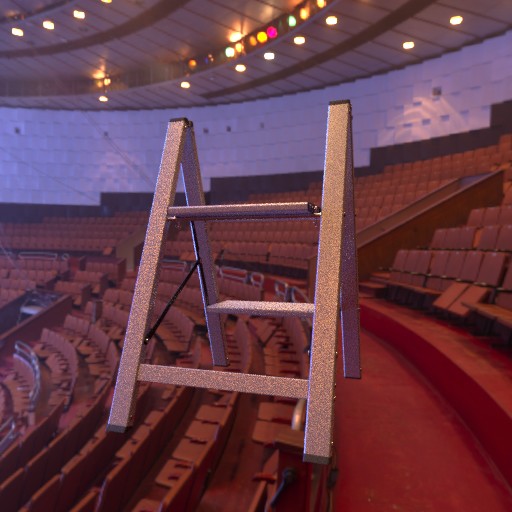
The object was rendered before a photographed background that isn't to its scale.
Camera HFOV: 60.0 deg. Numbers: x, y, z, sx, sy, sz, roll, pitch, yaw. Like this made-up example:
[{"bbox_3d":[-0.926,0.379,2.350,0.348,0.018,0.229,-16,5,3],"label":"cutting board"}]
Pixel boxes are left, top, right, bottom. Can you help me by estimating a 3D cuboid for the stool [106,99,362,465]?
[{"bbox_3d":[0.000,0.000,1.034,0.440,0.670,0.535,0,1,19],"label":"stool"}]
